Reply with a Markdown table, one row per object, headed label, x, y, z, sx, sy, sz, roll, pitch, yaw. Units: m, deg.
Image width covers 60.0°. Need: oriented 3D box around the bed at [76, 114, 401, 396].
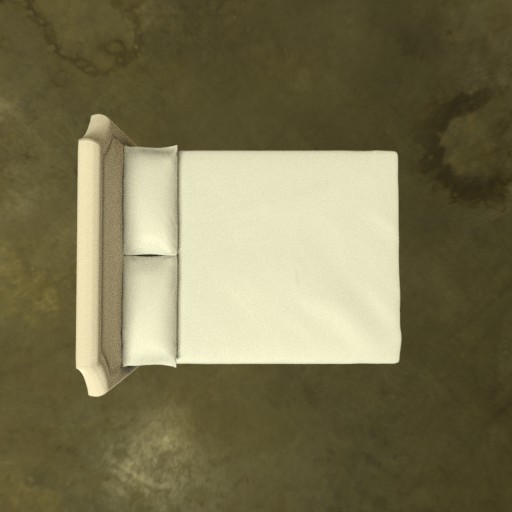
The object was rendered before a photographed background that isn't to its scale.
| label | x | y | z | sx | sy | sz | roll | pitch | yaw |
| --- | --- | --- | --- | --- | --- | --- | --- | --- | --- |
| bed | 0.000 | 0.000 | 3.275 | 2.164 | 1.297 | 1.828 | 0 | 88 | 0 |
